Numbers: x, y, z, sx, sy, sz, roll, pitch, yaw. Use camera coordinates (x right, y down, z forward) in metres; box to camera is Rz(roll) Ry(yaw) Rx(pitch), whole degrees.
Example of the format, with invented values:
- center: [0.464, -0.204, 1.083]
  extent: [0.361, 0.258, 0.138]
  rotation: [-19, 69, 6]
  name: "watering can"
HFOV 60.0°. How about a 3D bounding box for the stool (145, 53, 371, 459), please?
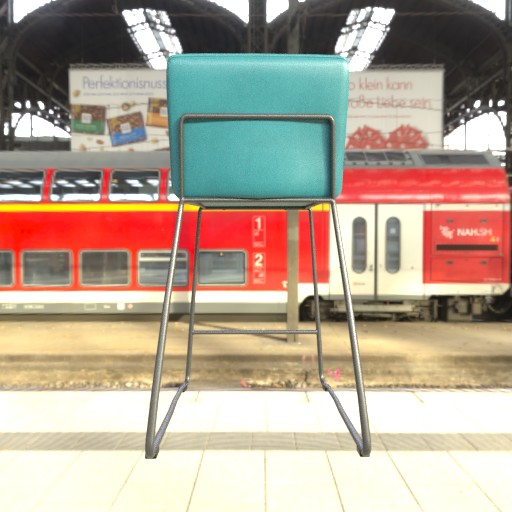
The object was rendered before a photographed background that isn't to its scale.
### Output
- center: [0.000, 0.000, 1.182]
  extent: [0.489, 0.866, 0.524]
  rotation: [0, 1, -1]
  name: "stool"
